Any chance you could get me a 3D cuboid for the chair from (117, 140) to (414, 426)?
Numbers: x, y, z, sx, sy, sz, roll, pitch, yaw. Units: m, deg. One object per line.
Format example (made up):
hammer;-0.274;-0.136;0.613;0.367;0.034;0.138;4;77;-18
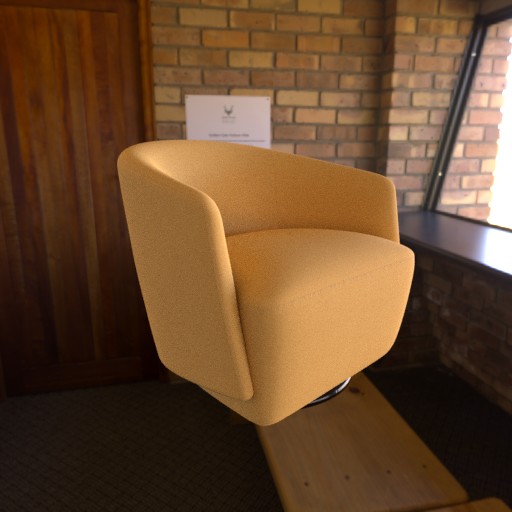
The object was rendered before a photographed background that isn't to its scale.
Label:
chair;0.000;0.000;1.366;0.773;0.698;0.767;-14;19;-43
